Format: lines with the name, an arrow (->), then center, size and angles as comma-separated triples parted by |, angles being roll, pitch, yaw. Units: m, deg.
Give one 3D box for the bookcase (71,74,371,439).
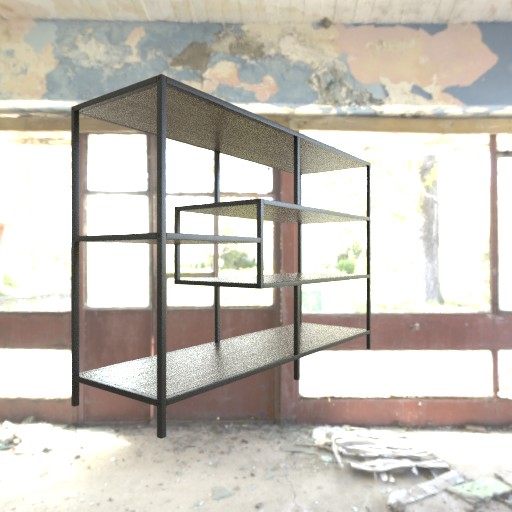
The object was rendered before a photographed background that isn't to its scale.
bookcase -> 0.000, 0.000, 1.506 | 0.350, 0.780, 1.140 | 0, 0, 37
